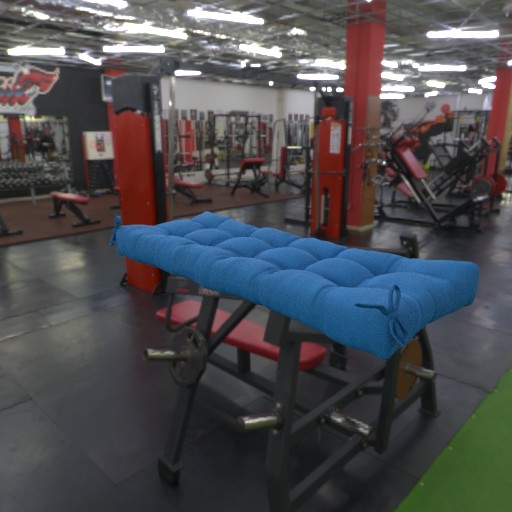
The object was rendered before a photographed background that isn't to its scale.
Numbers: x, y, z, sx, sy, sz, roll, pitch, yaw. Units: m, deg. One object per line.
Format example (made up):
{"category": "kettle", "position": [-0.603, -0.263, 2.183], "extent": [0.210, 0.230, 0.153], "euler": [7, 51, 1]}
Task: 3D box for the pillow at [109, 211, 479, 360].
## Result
{"category": "pillow", "position": [0.000, 0.000, 1.355], "extent": [0.511, 0.174, 1.194], "euler": [-14, 21, -42]}
